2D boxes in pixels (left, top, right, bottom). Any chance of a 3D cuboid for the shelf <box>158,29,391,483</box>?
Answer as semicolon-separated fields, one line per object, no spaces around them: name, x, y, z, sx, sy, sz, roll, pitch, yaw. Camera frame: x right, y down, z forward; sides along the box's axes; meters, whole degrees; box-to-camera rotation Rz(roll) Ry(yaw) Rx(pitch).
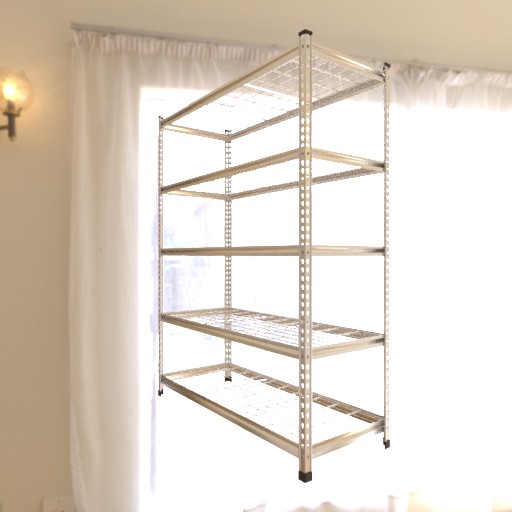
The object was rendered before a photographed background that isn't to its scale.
shelf;0.000;0.000;2.721;0.610;1.981;1.524;0;0;-37
